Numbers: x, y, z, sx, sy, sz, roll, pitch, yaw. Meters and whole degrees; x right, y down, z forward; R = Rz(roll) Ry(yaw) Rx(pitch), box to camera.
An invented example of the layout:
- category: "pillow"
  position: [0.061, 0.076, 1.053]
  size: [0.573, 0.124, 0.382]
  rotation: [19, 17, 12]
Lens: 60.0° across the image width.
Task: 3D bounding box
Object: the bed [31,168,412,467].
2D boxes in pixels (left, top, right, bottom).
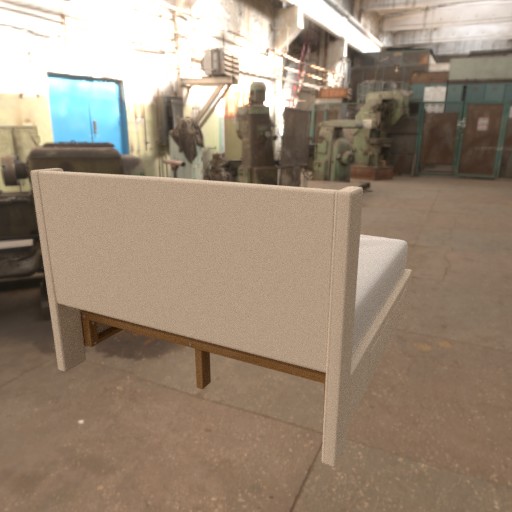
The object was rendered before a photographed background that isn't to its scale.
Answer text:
- category: "bed"
  position: [0.000, 0.000, 3.585]
  size: [2.145, 1.471, 2.293]
  rotation: [8, 18, 26]
